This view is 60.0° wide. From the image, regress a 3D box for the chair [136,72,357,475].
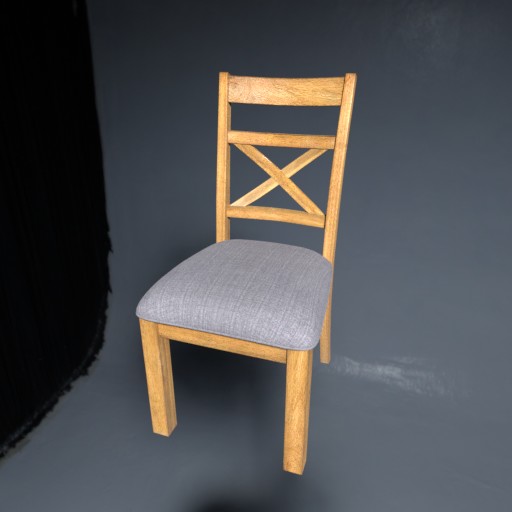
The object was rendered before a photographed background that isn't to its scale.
[{"bbox_3d":[0.000,0.000,1.256,0.470,0.949,0.581,8,25,17],"label":"chair"}]
